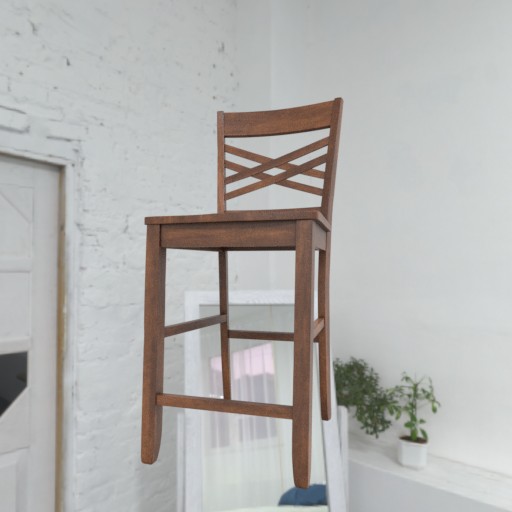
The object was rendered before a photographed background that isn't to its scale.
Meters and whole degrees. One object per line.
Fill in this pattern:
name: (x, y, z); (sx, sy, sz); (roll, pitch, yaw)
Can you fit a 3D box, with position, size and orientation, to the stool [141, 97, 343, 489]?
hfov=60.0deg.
stool: (0.000, 0.000, 1.330); (0.462, 1.079, 0.539); (0, -1, 18)
